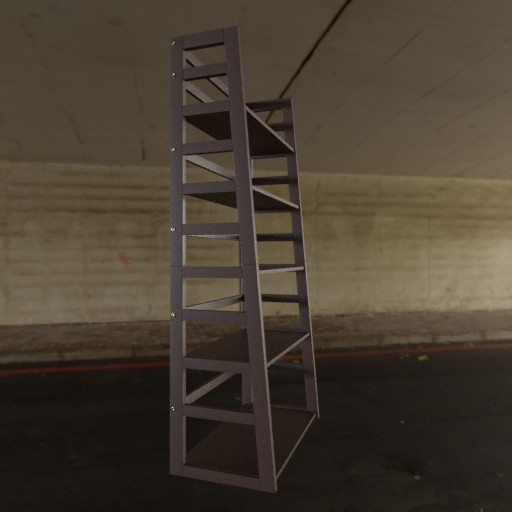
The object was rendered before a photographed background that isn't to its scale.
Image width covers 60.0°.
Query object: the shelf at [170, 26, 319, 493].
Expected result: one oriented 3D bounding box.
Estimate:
[{"bbox_3d":[0.000,0.000,1.918,0.403,1.600,0.763,0,0,19],"label":"shelf"}]
